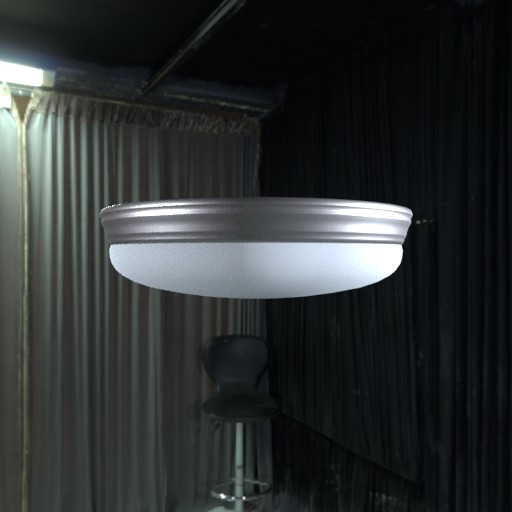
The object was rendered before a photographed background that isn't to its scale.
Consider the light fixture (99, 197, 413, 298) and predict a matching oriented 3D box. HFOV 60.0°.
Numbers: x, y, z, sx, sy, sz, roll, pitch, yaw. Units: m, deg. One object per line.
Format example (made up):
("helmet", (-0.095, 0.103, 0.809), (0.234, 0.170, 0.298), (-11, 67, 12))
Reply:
("light fixture", (0.000, 0.000, 0.552), (0.368, 0.100, 0.368), (0, 0, 0))
